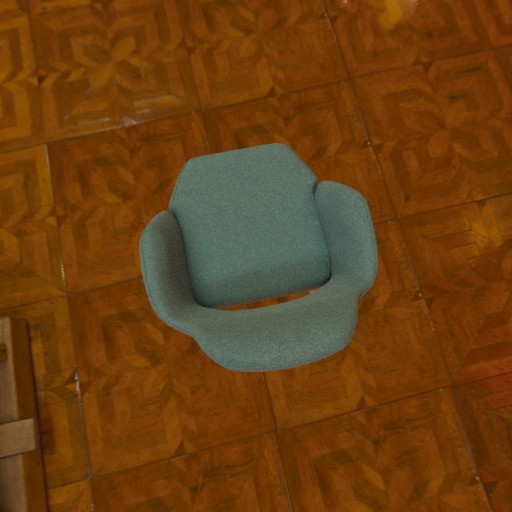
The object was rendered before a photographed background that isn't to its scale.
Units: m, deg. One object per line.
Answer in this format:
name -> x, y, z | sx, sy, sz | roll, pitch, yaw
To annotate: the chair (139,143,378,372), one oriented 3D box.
chair -> 0.000, 0.000, 1.326 | 0.589, 0.920, 0.666 | -11, 76, -3
